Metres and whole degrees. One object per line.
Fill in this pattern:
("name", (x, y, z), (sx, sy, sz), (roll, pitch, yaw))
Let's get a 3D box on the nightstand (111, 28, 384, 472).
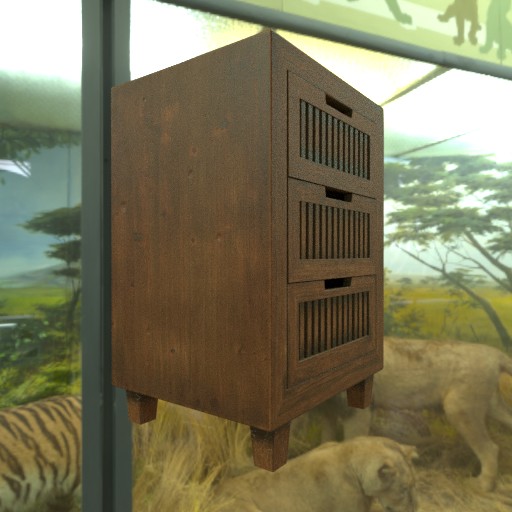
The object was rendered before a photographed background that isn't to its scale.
("nightstand", (0.000, 0.000, 0.982), (0.410, 0.695, 0.465), (0, 0, 37))
